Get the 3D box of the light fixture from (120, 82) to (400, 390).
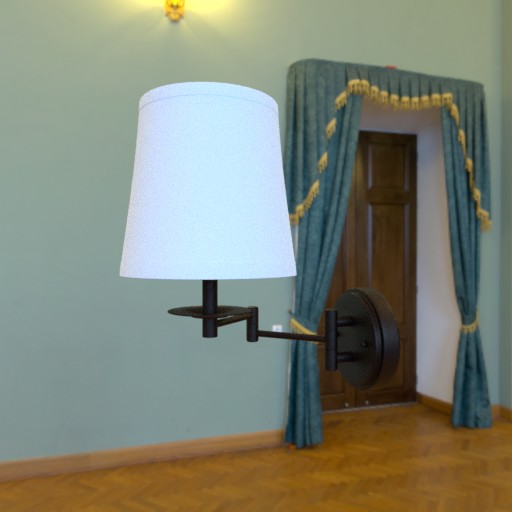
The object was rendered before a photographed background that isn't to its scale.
[{"bbox_3d":[0.000,0.000,0.266,0.157,0.172,0.100,0,0,-17],"label":"light fixture"}]
